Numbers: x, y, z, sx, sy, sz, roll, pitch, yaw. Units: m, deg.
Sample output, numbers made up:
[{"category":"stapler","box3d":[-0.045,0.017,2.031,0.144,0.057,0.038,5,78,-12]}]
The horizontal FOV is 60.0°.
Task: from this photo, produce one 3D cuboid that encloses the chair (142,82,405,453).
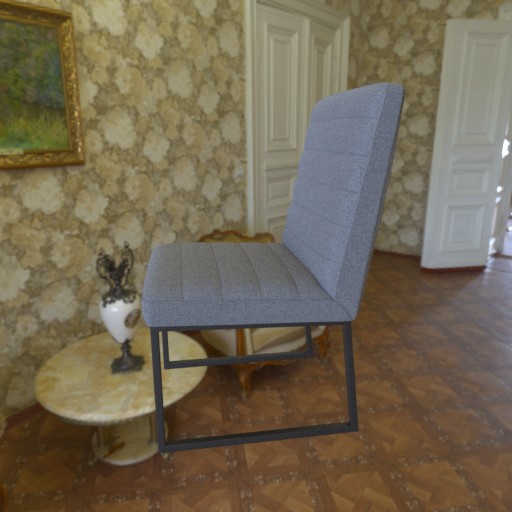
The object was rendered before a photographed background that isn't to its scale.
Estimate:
[{"category":"chair","box3d":[0.000,0.000,1.313,0.634,0.930,0.520,-2,15,-9]}]
